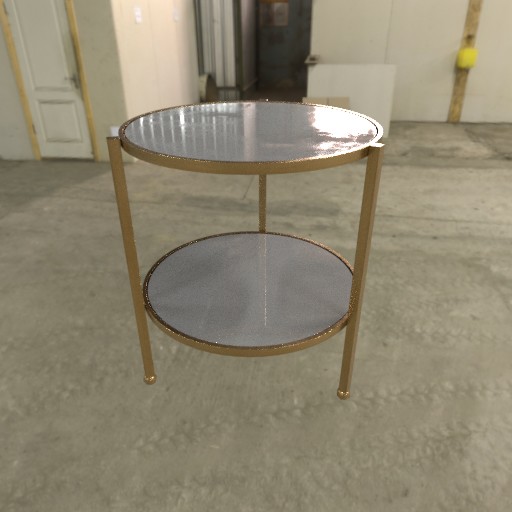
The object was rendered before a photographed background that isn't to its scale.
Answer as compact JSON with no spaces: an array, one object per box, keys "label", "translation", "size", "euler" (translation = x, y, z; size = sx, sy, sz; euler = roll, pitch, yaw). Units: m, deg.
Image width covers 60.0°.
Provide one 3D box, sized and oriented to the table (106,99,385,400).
[{"label":"table","translation":[0.000,0.000,0.463],"size":[0.243,0.269,0.231],"euler":[20,35,31]}]
